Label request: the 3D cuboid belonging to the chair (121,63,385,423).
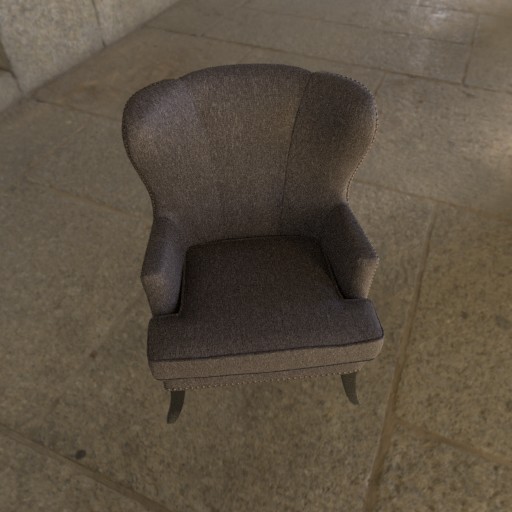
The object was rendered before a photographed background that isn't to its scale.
[{"bbox_3d":[0.000,0.000,1.569,0.759,1.060,0.758,-4,48,-4],"label":"chair"}]
